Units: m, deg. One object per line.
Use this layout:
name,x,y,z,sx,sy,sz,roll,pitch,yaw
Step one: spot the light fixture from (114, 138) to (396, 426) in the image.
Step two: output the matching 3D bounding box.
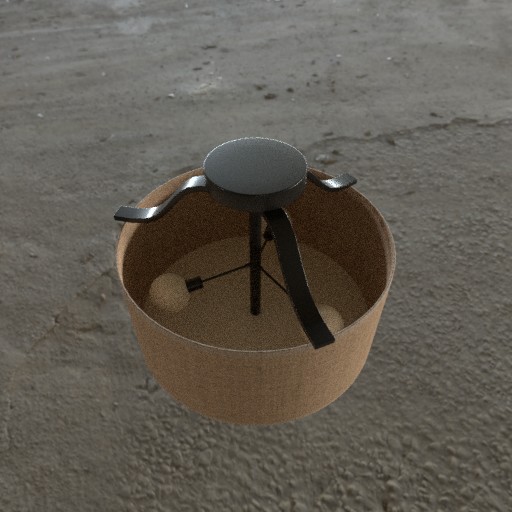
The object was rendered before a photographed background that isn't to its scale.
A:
light fixture,0.000,0.000,0.640,0.390,0.306,0.390,0,45,0
